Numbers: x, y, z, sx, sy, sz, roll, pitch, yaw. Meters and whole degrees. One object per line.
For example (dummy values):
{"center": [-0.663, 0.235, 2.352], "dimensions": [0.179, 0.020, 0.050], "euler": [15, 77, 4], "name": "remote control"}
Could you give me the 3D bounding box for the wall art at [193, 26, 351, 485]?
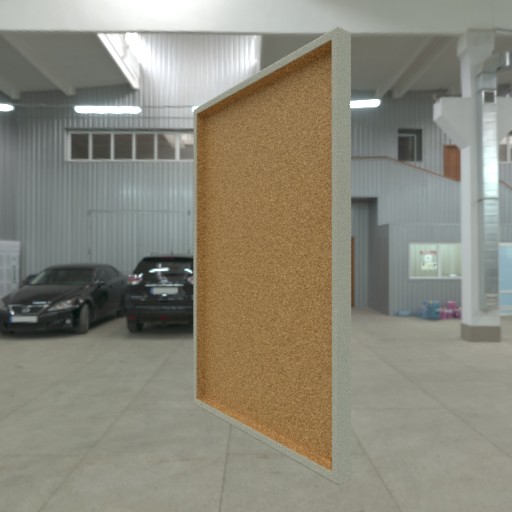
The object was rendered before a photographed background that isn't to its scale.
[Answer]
{"center": [0.000, 0.000, 1.142], "dimensions": [0.038, 0.914, 0.610], "euler": [0, 0, -36], "name": "wall art"}
